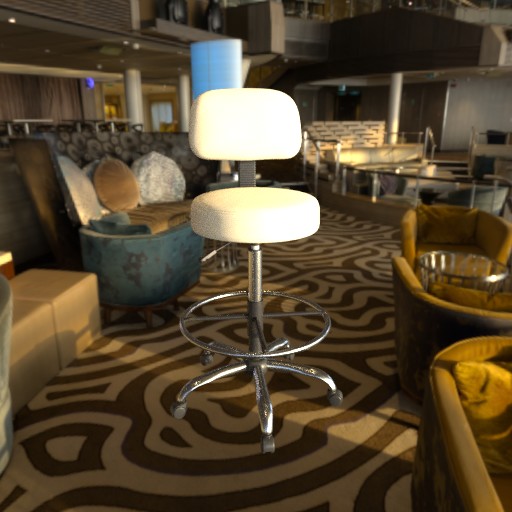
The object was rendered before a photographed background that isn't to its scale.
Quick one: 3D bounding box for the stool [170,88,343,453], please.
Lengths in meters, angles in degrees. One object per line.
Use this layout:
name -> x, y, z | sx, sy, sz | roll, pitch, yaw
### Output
stool -> 0.000, 0.000, 1.470 | 0.609, 1.080, 0.616 | -2, 17, -7
